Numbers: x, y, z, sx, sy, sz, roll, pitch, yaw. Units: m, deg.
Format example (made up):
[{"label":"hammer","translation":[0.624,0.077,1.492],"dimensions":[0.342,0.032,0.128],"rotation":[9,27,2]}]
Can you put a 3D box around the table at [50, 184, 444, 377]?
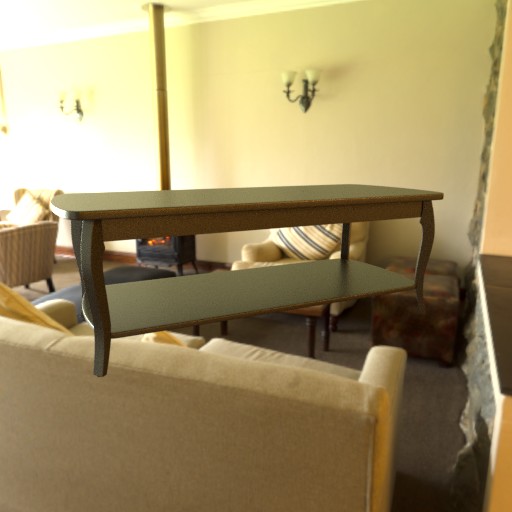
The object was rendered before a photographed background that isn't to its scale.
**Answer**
[{"label":"table","translation":[0.000,0.000,1.627],"dimensions":[1.333,0.457,0.571],"rotation":[-6,14,-24]}]
